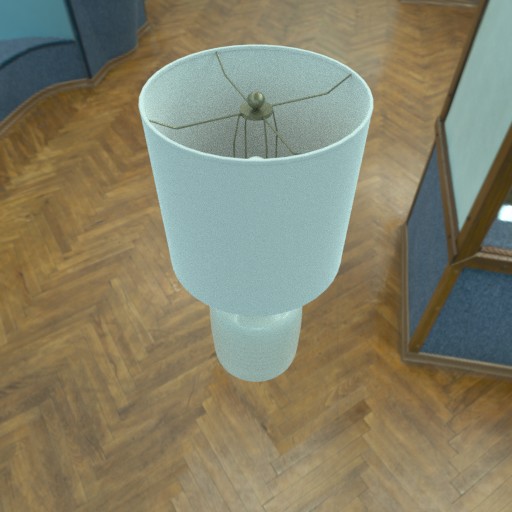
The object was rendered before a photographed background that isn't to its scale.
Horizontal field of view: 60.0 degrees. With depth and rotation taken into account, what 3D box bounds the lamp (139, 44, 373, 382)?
[{"bbox_3d":[0.000,0.000,0.504,0.188,0.392,0.188,11,48,10],"label":"lamp"}]
